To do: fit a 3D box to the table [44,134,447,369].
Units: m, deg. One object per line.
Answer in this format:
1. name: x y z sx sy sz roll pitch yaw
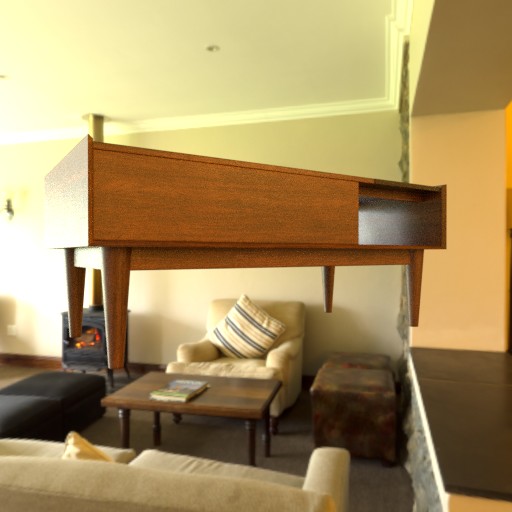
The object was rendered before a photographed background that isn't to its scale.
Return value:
1. table: 0.000 0.000 1.498 1.221 0.508 0.610 0 0 -33
